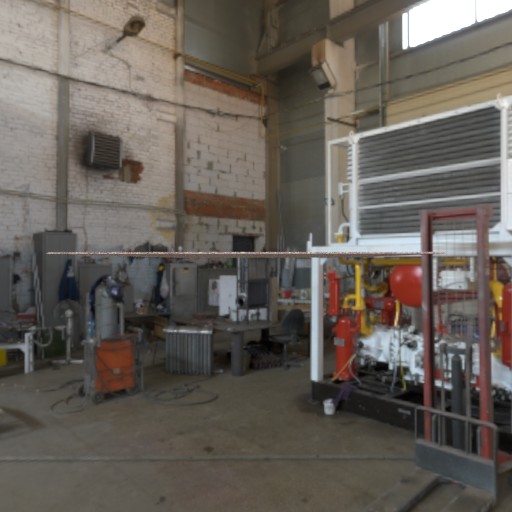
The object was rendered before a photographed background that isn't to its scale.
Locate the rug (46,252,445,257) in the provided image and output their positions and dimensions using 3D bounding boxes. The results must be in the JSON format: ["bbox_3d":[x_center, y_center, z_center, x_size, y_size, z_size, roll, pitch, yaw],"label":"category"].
[{"bbox_3d":[0.000,0.000,2.258,1.219,0.005,1.829,0,-1,3],"label":"rug"}]
